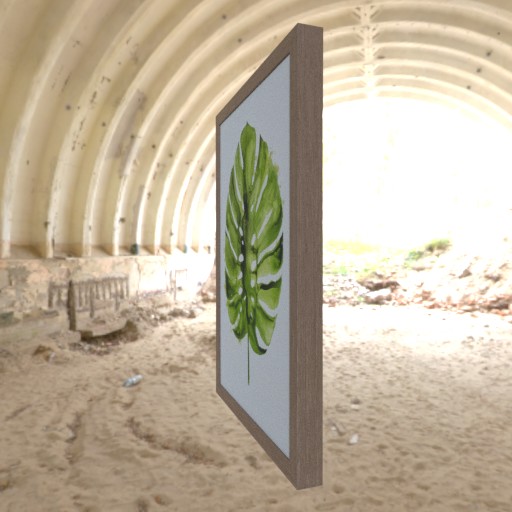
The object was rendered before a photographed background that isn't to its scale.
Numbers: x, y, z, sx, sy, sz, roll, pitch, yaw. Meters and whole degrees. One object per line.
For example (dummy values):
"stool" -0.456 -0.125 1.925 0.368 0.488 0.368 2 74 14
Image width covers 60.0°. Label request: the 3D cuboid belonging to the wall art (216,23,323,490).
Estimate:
"wall art" 0.000 0.000 0.657 0.032 0.510 0.358 0 1 -20
